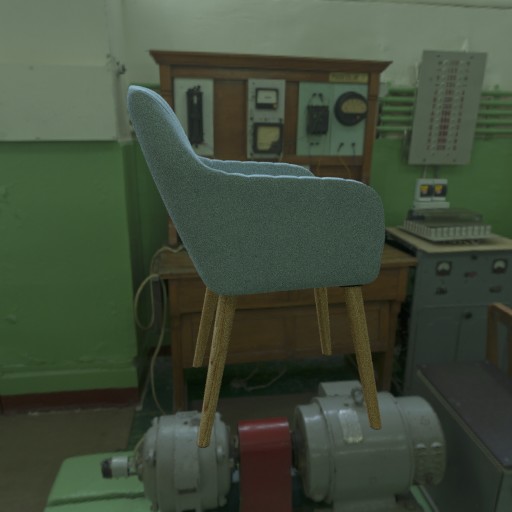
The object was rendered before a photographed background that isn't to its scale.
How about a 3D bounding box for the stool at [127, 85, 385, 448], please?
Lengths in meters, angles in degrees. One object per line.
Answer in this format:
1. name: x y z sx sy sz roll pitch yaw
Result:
1. stool: 0.000 0.000 1.185 0.590 0.830 0.503 -3 16 -9
